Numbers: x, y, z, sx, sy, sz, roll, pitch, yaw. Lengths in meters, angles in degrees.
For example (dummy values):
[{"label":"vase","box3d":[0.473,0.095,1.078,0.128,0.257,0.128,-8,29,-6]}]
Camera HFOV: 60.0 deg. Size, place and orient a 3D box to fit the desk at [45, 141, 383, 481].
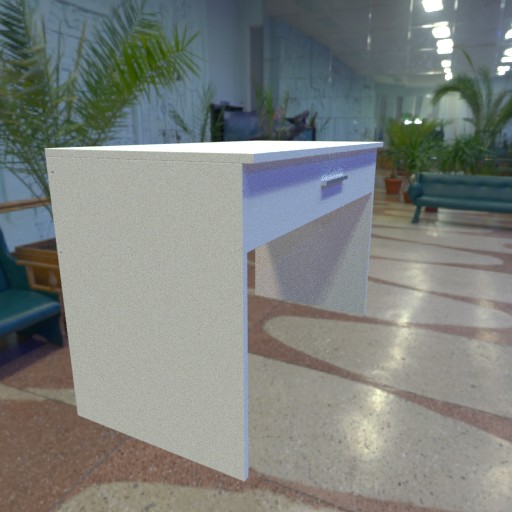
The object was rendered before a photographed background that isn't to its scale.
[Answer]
[{"label":"desk","box3d":[0.000,0.000,1.495,0.560,0.730,1.100,8,17,26]}]
